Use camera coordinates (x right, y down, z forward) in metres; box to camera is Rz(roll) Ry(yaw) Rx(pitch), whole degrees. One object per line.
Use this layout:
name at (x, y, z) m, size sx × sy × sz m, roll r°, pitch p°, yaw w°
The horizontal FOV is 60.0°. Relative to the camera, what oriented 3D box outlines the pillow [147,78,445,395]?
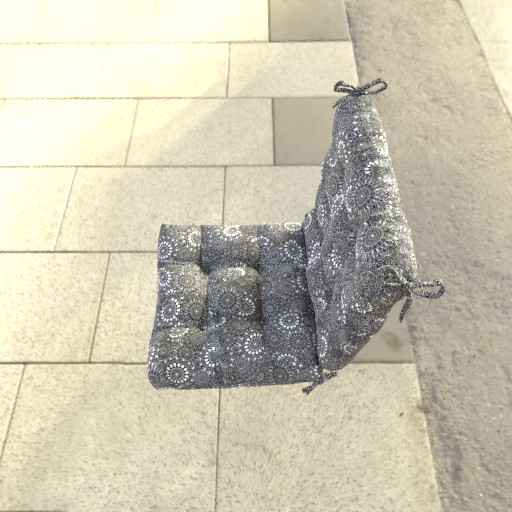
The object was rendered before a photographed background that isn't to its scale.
pillow at (0.000, 0.000, 1.034) m, size 0.571 × 0.605 × 0.519 m, roll -2°, pitch 60°, yaw -1°
